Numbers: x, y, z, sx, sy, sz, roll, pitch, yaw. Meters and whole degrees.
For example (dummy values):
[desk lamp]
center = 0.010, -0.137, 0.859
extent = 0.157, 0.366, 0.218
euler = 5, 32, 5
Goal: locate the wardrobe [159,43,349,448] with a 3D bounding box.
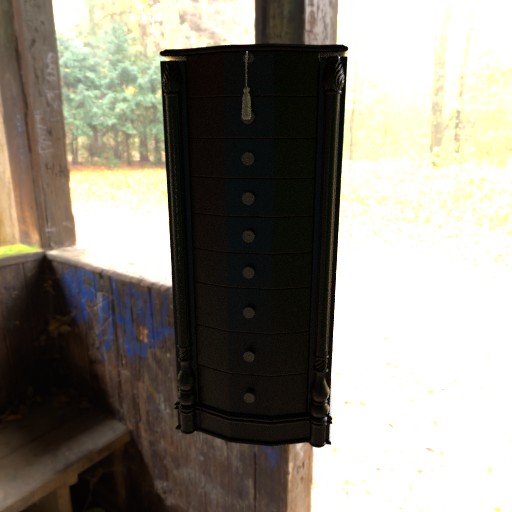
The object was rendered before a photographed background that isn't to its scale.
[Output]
[wardrobe]
center = 0.000, 0.000, 1.192
extent = 0.444, 1.011, 0.295
euler = 2, 16, 8
